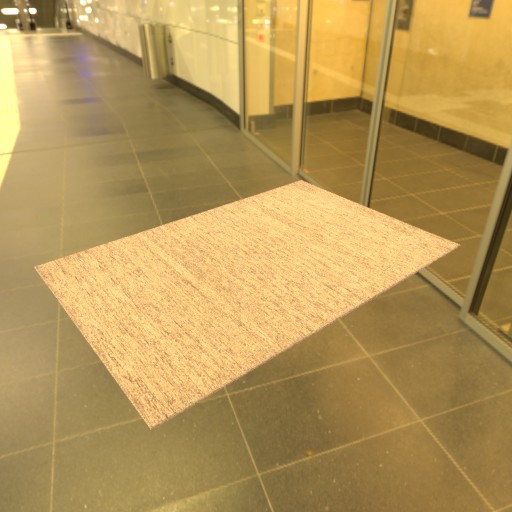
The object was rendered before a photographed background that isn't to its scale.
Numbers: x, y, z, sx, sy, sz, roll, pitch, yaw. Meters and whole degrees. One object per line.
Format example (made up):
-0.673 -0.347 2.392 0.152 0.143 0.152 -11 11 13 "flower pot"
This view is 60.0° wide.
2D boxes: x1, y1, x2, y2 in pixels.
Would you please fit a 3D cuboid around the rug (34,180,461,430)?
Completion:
0.000 0.000 2.291 1.840 0.013 1.225 -23 38 -33 "rug"
